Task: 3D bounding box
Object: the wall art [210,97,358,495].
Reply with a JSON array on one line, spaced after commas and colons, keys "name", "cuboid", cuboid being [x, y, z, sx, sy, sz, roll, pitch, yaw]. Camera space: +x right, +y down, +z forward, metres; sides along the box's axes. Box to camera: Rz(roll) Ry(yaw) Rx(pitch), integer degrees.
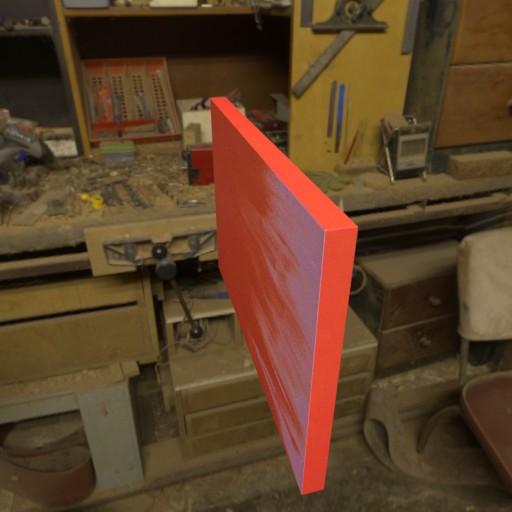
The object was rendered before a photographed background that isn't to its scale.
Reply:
[{"name": "wall art", "cuboid": [0.000, 0.000, 0.756, 0.033, 0.405, 0.607, -8, 31, -13]}]
